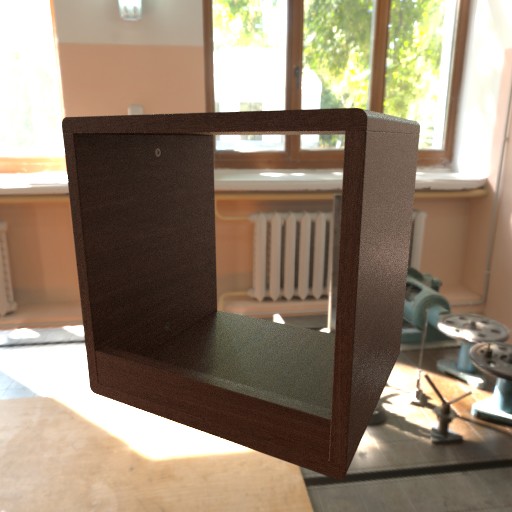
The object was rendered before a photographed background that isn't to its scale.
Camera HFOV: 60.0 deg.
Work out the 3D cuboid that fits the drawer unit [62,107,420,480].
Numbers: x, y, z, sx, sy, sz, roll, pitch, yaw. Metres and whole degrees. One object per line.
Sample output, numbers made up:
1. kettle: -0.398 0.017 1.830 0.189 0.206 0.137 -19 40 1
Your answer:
1. drawer unit: 0.000 0.000 0.594 0.349 0.351 0.290 8 17 27
